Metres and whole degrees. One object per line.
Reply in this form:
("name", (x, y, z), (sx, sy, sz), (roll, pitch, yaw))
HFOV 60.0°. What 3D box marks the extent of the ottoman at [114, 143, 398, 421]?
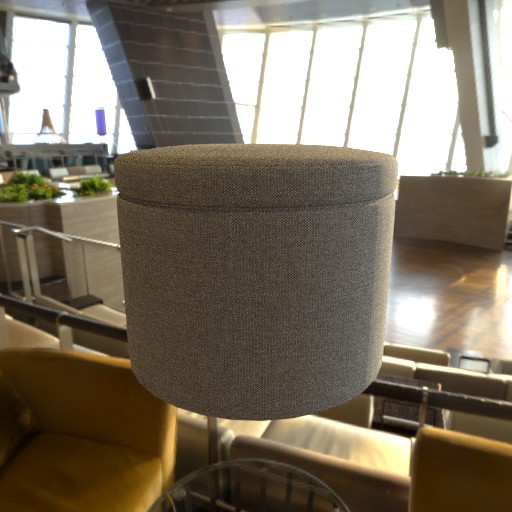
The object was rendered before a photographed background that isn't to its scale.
("ottoman", (0.000, 0.000, 0.859), (0.500, 0.419, 0.500), (0, 15, 0))
